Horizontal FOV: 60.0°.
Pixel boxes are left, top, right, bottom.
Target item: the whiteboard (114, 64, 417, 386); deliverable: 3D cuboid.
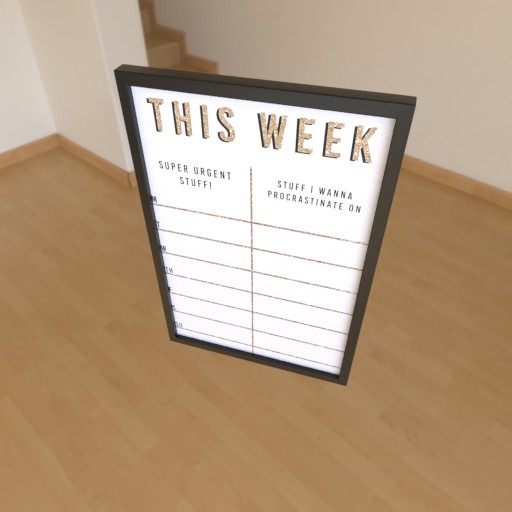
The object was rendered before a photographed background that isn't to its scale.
[{"bbox_3d":[0.000,0.000,0.783,0.406,0.611,0.026,11,43,13],"label":"whiteboard"}]
